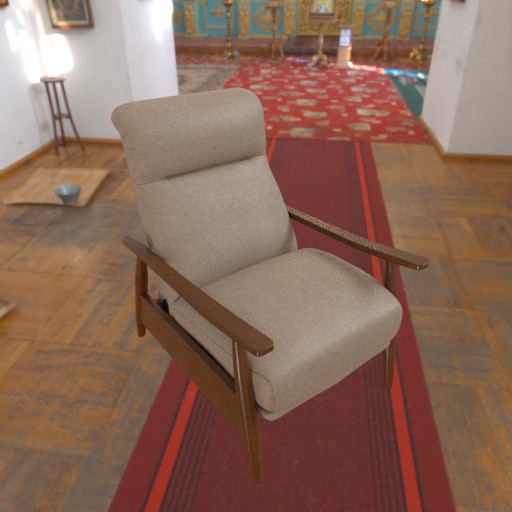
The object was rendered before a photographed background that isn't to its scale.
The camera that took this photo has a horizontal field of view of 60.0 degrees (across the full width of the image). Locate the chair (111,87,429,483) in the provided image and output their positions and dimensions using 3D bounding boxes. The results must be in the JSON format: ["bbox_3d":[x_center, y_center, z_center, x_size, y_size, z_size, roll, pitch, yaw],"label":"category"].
[{"bbox_3d":[0.000,0.000,1.749,0.762,1.082,1.030,-21,37,-31],"label":"chair"}]
